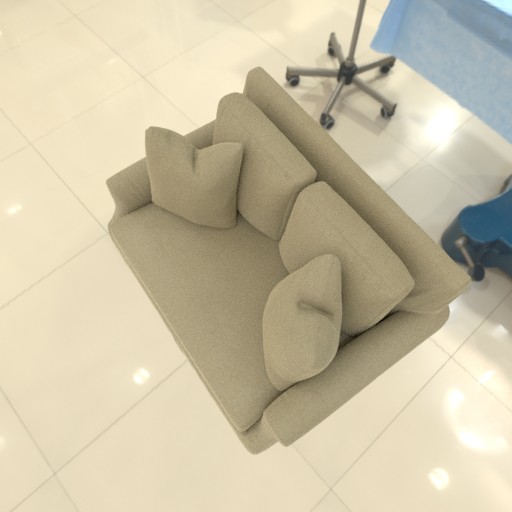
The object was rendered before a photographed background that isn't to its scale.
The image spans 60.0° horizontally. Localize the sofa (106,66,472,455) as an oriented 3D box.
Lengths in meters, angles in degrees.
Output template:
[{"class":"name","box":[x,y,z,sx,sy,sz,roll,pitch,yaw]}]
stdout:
[{"class":"sofa","box":[0.000,0.000,2.149,1.070,0.905,1.550,-32,68,-15]}]
